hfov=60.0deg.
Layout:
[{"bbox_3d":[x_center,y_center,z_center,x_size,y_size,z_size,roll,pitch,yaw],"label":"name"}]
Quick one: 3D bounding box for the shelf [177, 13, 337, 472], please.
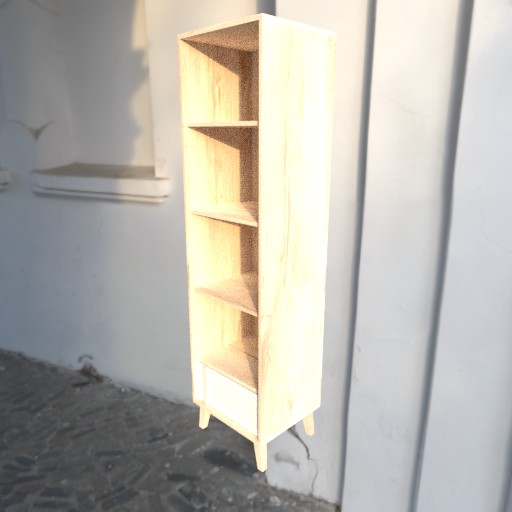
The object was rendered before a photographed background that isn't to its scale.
[{"bbox_3d":[0.000,0.000,2.146,0.510,1.960,0.450,15,21,43],"label":"shelf"}]
